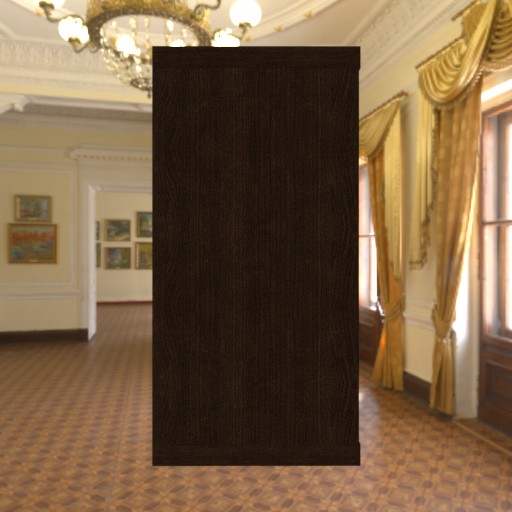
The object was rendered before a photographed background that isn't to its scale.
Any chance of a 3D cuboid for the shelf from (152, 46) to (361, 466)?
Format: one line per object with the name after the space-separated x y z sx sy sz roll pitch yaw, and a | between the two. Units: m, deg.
0.000 0.000 1.225 0.390 0.786 0.790 0 0 0 | shelf
